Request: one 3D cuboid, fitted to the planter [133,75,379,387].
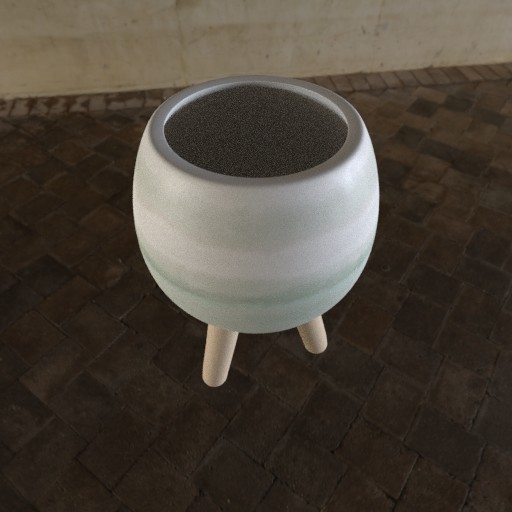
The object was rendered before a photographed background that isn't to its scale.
[{"bbox_3d":[0.000,0.000,0.335,0.161,0.224,0.161,0,46,0],"label":"planter"}]
